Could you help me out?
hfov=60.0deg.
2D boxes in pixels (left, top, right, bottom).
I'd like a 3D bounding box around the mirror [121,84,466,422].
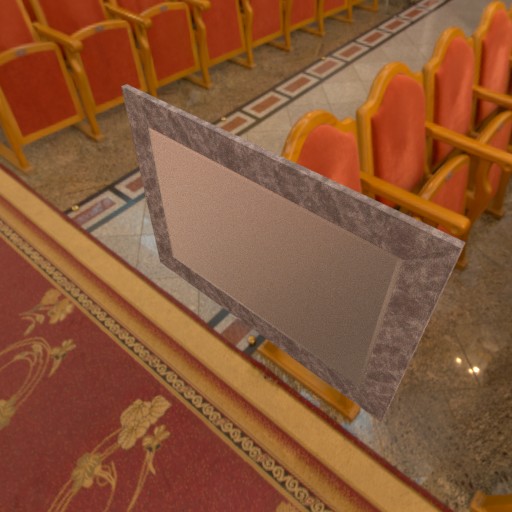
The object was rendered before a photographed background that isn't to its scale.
[{"bbox_3d":[0.000,0.000,1.424,1.101,0.795,0.022,32,53,27],"label":"mirror"}]
